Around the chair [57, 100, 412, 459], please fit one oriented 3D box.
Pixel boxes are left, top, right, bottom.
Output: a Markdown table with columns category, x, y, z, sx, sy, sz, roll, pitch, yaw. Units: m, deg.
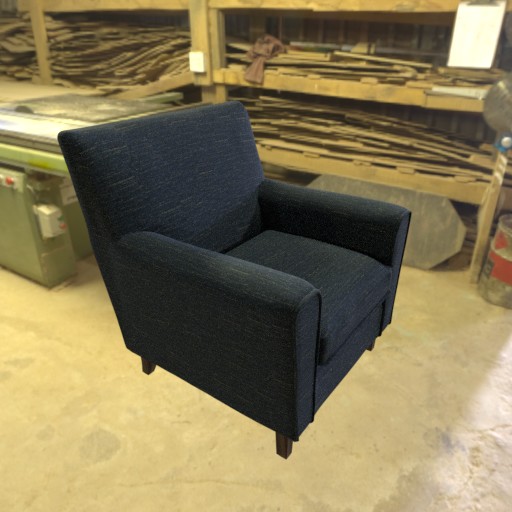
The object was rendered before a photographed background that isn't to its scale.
| category | x | y | z | sx | sy | sz | roll | pitch | yaw |
| --- | --- | --- | --- | --- | --- | --- | --- | --- | --- |
| chair | 0.000 | 0.000 | 1.613 | 0.873 | 0.928 | 0.864 | 18 | 32 | 32 |
